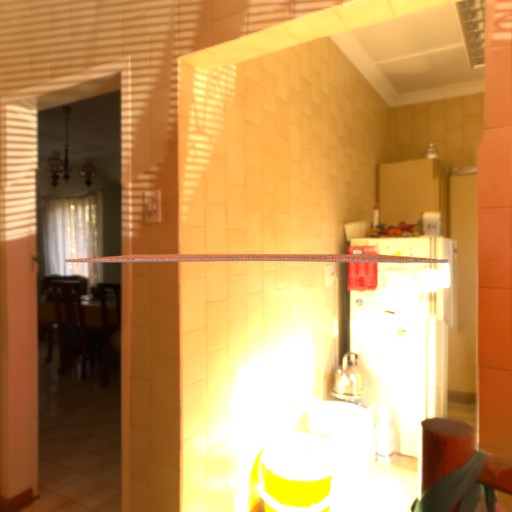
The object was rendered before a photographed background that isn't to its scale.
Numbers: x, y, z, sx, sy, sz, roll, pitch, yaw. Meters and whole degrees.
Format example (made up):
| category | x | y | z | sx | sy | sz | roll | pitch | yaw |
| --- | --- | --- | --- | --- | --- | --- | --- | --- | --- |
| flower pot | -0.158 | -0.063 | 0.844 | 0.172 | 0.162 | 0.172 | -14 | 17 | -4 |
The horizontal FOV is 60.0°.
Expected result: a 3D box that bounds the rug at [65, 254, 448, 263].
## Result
| category | x | y | z | sx | sy | sz | roll | pitch | yaw |
| --- | --- | --- | --- | --- | --- | --- | --- | --- | --- |
| rug | 0.000 | 0.000 | 3.023 | 1.616 | 0.030 | 2.338 | 0 | 1 | 0 |
